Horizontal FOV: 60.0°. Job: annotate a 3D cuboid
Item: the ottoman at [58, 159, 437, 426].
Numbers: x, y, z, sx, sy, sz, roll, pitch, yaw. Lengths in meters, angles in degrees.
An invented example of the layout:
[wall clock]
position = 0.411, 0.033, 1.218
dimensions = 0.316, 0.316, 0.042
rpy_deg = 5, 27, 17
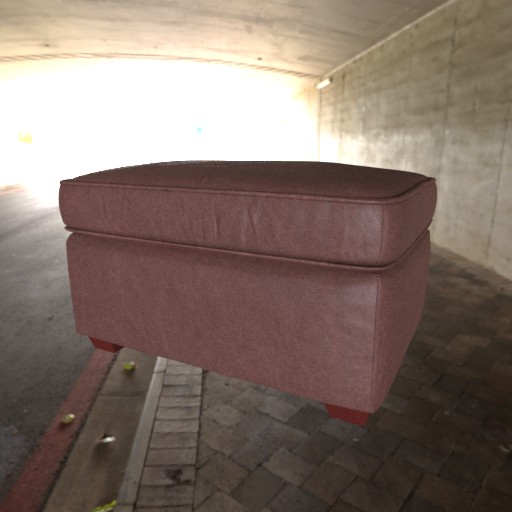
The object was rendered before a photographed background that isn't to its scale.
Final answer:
[ottoman]
position = 0.000, 0.000, 1.067
dimensions = 0.749, 0.449, 0.548
rpy_deg = 8, 16, 27
